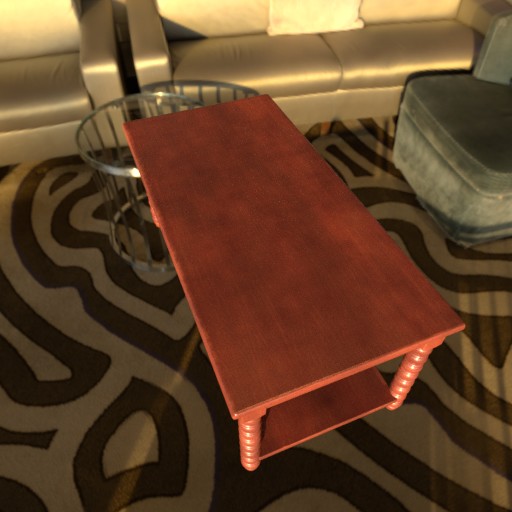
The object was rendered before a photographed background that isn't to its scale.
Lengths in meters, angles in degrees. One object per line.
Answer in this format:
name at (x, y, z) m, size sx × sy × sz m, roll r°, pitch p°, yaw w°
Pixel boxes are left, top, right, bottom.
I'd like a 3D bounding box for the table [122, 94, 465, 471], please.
table at (0.000, 0.000, 1.484) m, size 0.580 × 0.485 × 1.171 m, roll -17°, pitch 50°, yaw -15°
